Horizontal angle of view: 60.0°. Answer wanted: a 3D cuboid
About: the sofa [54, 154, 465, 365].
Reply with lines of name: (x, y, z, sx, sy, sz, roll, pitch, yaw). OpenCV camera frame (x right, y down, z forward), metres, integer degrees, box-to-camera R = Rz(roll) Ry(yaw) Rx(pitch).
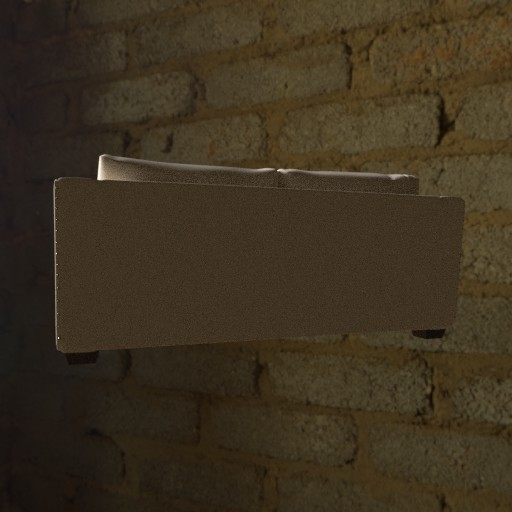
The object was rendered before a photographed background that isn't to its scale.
sofa: (0.000, 0.000, 2.291, 1.812, 0.830, 0.949, 0, 0, -18)
